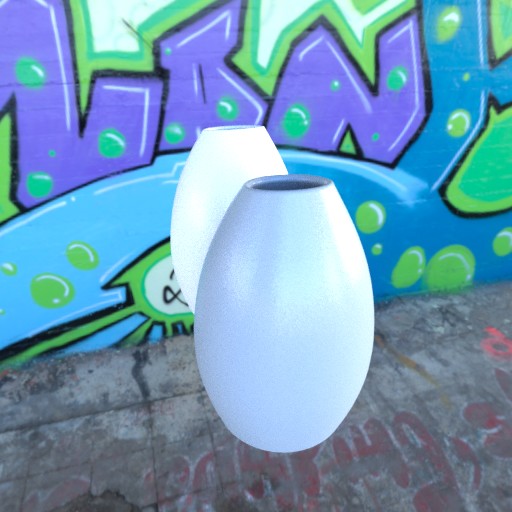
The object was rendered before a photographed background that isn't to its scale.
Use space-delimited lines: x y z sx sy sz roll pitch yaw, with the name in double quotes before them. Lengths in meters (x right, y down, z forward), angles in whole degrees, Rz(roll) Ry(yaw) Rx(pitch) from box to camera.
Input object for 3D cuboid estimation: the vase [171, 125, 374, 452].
"vase" 0.000 0.000 0.257 0.089 0.131 0.187 -8 31 -14
